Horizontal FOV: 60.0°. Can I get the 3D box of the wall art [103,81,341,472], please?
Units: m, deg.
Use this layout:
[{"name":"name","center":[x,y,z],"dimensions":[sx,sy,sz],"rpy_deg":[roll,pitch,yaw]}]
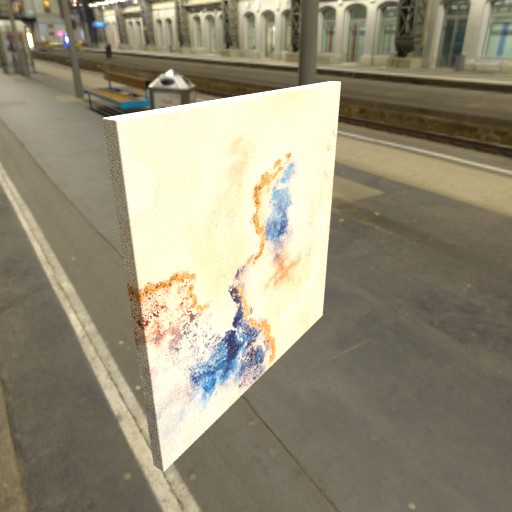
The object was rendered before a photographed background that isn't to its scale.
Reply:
[{"name":"wall art","center":[0.000,0.000,1.292],"dimensions":[0.038,0.889,0.889],"rpy_deg":[17,31,31]}]
